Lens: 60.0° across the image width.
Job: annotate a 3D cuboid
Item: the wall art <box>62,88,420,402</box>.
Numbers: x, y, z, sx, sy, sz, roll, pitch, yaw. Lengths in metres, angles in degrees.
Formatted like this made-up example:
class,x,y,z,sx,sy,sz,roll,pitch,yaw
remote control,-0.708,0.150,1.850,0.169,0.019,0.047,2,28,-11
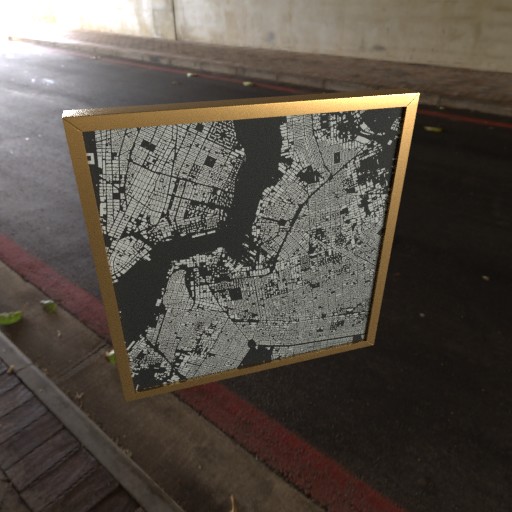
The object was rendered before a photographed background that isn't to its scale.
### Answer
class,x,y,z,sx,sy,sz,roll,pitch,yaw
wall art,0.000,0.000,0.452,0.305,0.305,0.023,-9,32,-15
